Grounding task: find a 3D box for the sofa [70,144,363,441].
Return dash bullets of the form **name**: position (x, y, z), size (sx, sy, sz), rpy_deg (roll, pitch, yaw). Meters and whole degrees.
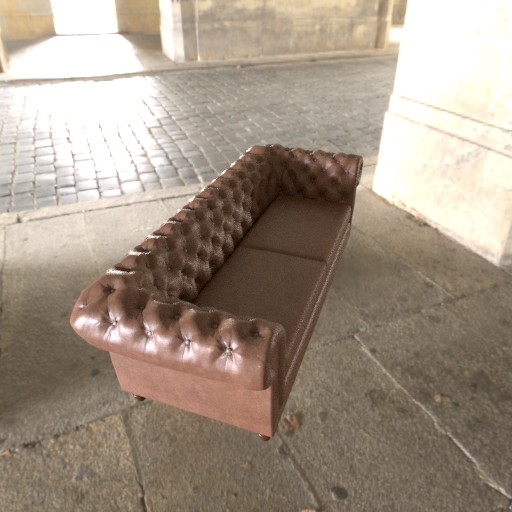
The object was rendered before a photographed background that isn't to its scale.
- **sofa**: position (0.000, 0.000, 2.819), size (0.944, 0.783, 2.385), rpy_deg (11, 33, 17)
